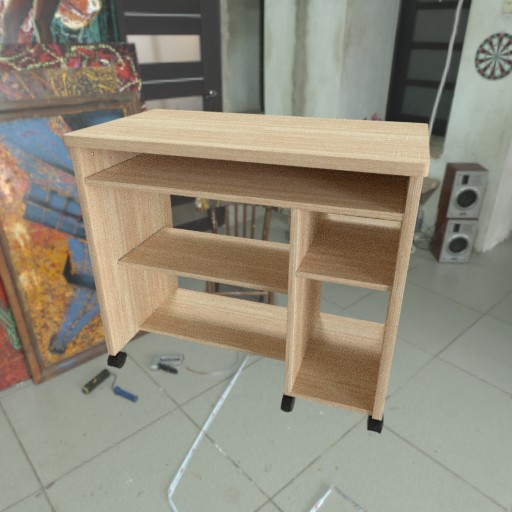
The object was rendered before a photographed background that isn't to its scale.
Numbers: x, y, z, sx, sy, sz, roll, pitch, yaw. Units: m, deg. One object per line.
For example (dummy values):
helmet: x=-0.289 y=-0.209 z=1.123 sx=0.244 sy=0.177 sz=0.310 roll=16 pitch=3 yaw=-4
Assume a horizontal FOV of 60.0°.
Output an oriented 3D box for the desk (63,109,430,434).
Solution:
desk: x=0.000 y=0.000 z=1.371 sx=0.884 sy=0.770 sz=0.480 roll=9 pitch=28 yaw=17
